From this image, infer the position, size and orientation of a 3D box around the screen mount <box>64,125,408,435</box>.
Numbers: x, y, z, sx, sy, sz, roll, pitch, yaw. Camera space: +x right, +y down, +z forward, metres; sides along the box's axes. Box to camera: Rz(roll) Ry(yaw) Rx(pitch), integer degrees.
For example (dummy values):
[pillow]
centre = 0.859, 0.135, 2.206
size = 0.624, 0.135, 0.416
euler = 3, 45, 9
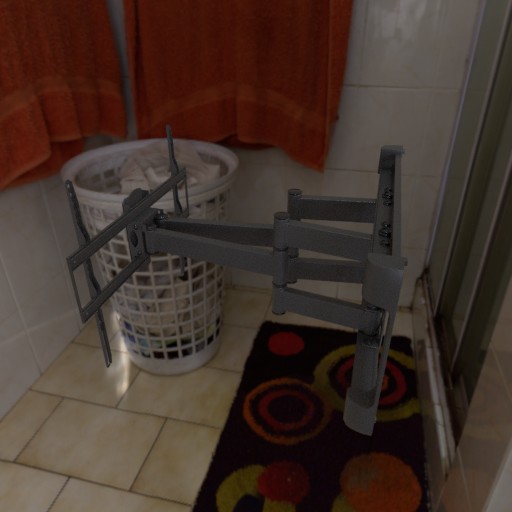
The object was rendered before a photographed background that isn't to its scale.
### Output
[screen mount]
centre = 0.000, 0.000, 0.944
size = 0.556, 0.424, 0.571
euler = 8, 31, 14
